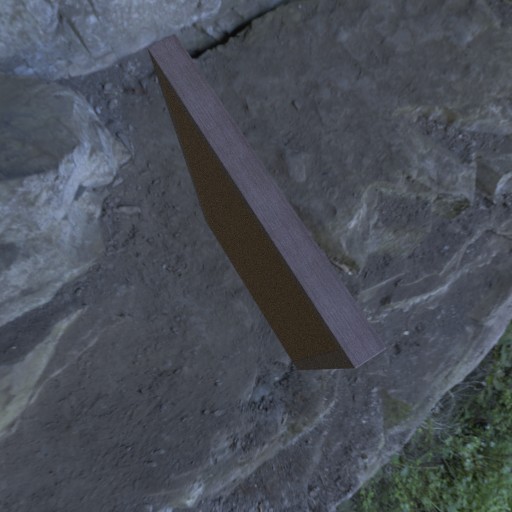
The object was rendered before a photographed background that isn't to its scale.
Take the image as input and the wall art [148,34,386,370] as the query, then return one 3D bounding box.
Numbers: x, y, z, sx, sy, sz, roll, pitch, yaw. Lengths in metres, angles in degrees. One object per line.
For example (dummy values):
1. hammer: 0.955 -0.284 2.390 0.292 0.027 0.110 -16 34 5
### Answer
1. wall art: 0.000 0.000 0.641 0.031 0.509 0.356 -31 77 -8
